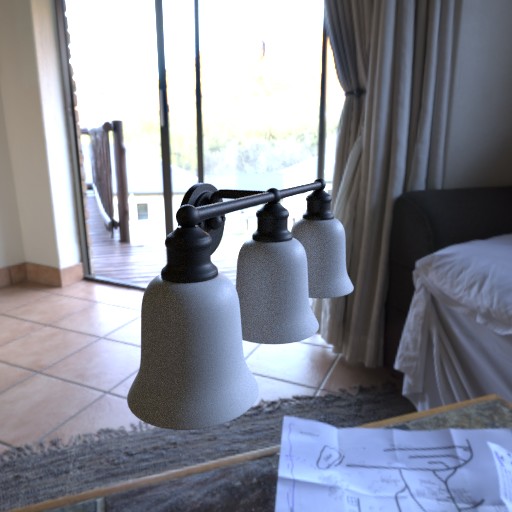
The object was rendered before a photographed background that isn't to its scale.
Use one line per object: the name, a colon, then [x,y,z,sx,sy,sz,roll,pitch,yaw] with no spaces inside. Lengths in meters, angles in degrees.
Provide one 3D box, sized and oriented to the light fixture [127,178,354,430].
light fixture: [0.000,0.000,0.669,0.198,0.211,0.570,7,15,25]
